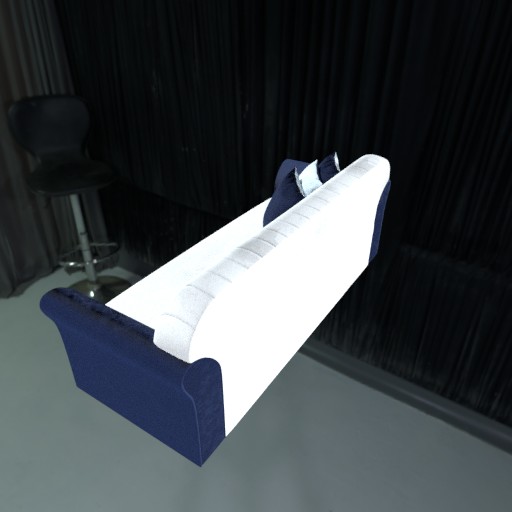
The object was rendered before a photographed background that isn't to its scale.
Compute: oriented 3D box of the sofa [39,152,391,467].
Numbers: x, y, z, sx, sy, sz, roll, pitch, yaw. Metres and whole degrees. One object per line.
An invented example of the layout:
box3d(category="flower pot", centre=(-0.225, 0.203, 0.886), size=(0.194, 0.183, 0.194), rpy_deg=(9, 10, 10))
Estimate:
box3d(category="sofa", centre=(0.000, 0.000, 2.377), size=(0.749, 0.789, 2.006), rpy_deg=(19, 36, 28))
